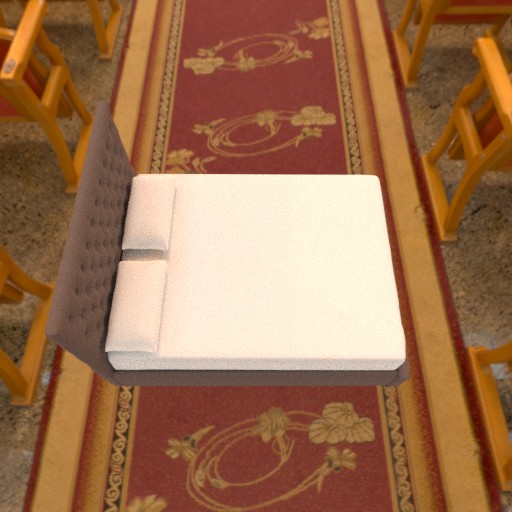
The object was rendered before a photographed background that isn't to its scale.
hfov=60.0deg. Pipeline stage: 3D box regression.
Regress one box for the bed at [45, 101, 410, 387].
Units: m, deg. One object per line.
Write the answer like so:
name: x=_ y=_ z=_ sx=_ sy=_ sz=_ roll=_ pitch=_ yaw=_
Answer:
bed: x=0.000 y=0.000 z=3.303 sx=2.233 sy=1.426 sz=1.696 roll=0 pitch=63 yaw=0
